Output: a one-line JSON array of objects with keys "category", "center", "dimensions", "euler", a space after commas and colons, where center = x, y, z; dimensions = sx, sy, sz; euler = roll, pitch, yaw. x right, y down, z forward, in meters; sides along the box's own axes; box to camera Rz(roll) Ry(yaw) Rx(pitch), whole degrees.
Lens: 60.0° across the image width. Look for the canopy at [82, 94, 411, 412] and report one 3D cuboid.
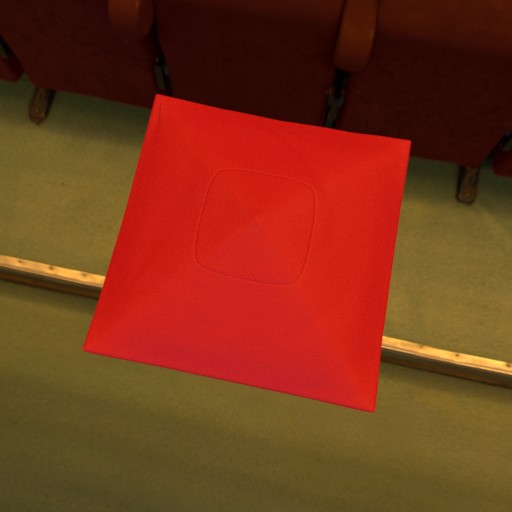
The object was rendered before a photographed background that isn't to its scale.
[{"category": "canopy", "center": [0.000, 0.000, 5.450], "dimensions": [2.996, 2.997, 2.998], "euler": [11, 77, 3]}]
